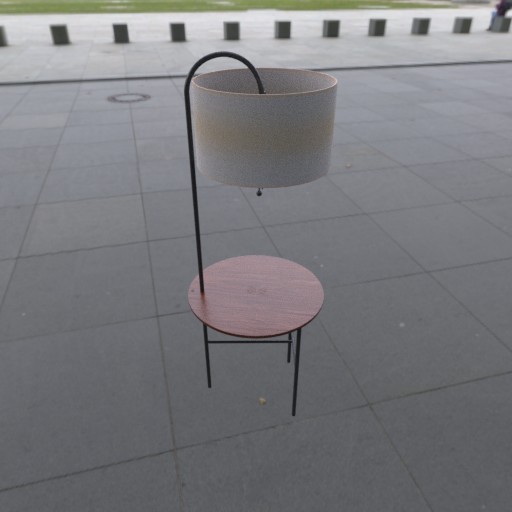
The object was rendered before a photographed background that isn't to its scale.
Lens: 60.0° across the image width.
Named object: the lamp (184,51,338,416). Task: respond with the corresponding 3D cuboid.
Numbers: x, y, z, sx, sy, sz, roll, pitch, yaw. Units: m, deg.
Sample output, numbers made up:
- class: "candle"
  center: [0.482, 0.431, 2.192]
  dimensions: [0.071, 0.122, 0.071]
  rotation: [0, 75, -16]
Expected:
- class: "lamp"
  center: [0.000, 0.000, 1.795]
  dimensions: [0.573, 1.517, 0.573]
  rotation: [0, 32, 0]
